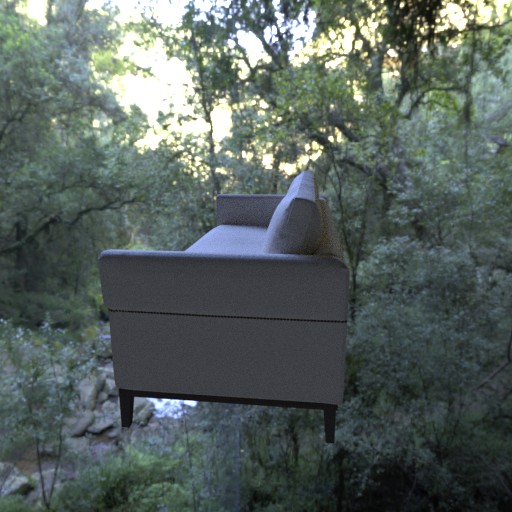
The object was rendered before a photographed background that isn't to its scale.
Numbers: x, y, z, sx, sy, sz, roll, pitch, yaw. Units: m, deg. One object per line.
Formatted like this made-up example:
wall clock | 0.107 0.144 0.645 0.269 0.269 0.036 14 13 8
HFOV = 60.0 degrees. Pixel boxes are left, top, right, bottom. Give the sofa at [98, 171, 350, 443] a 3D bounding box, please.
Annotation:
sofa | 0.000 0.000 2.629 0.902 0.911 2.198 2 14 7
